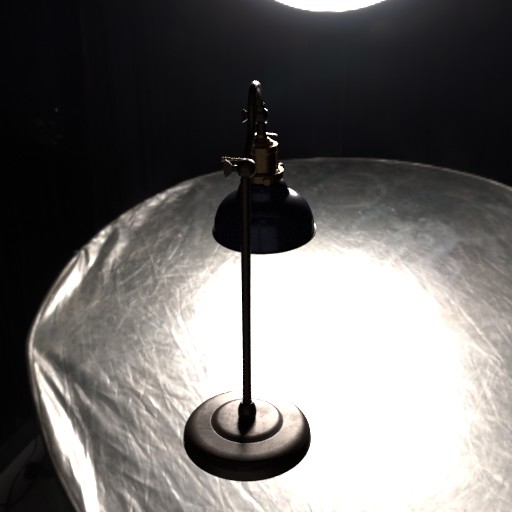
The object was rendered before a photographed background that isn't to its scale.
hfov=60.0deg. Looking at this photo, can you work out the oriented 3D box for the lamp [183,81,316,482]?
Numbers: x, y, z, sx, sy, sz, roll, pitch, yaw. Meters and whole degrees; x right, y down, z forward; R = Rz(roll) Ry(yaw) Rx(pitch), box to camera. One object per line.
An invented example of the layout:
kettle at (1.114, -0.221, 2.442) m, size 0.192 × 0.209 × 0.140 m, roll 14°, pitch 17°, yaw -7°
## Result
lamp at (0.000, 0.000, 0.689) m, size 0.192 × 0.508 × 0.374 m, roll 2°, pitch 16°, yaw 8°
